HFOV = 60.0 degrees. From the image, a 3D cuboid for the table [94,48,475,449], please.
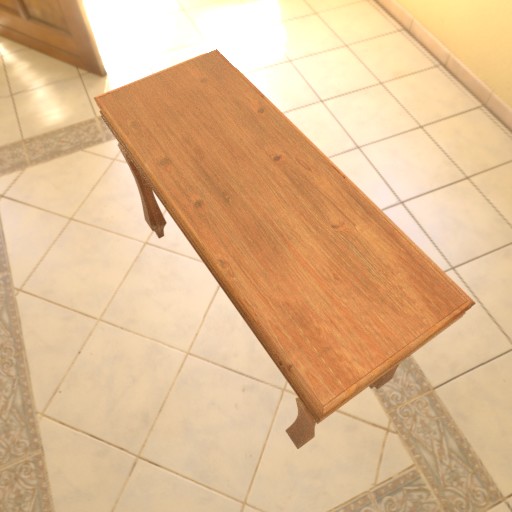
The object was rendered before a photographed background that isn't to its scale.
[{"bbox_3d":[0.000,0.000,1.763,0.522,0.873,1.330,-30,63,-17],"label":"table"}]
